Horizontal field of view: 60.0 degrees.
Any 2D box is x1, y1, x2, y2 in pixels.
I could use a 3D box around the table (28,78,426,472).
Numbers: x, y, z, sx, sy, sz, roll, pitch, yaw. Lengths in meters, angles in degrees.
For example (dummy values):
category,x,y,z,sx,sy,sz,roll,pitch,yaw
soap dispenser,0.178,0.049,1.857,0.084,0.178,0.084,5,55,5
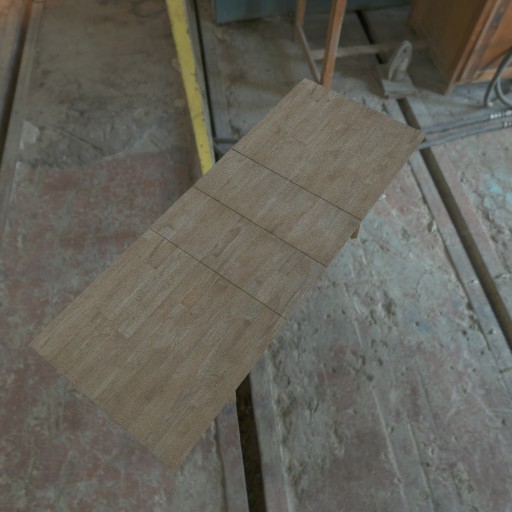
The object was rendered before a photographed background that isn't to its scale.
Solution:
category,x,y,z,sx,sy,sz,roll,pitch,yaw
table,0.000,0.000,2.989,1.000,0.752,2.603,32,64,18
